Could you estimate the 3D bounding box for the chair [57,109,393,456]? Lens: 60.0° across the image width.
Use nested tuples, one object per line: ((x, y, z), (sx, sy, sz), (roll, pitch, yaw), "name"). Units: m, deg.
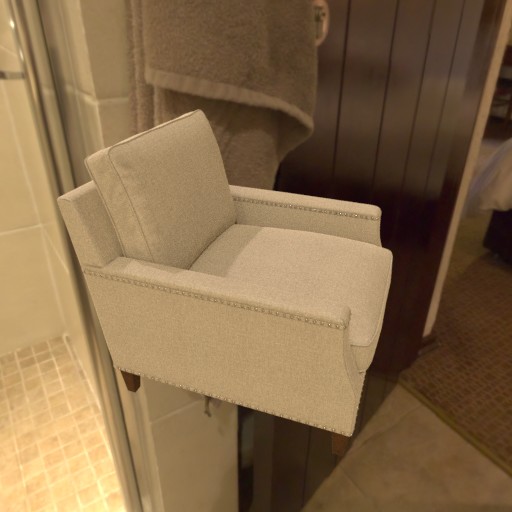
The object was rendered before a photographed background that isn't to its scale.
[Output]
((0.000, 0.000, 1.720), (1.014, 0.943, 0.853), (10, 31, 17), "chair")
